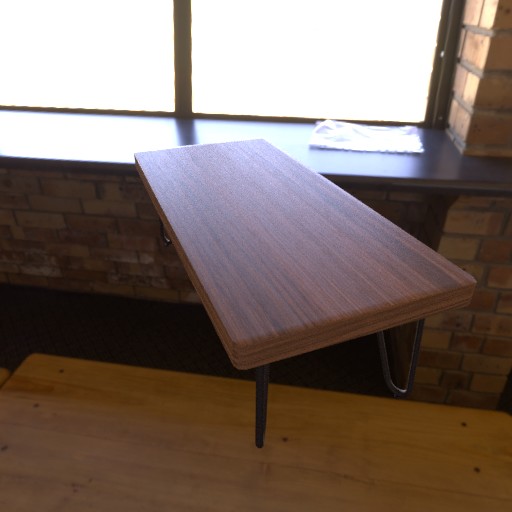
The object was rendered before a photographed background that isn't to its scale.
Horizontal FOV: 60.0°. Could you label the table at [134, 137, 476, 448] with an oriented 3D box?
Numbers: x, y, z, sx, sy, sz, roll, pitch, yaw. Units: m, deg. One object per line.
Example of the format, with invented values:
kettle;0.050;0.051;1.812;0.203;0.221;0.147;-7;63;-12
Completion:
table;0.000;0.000;1.649;0.637;0.468;1.375;-11;32;-19
